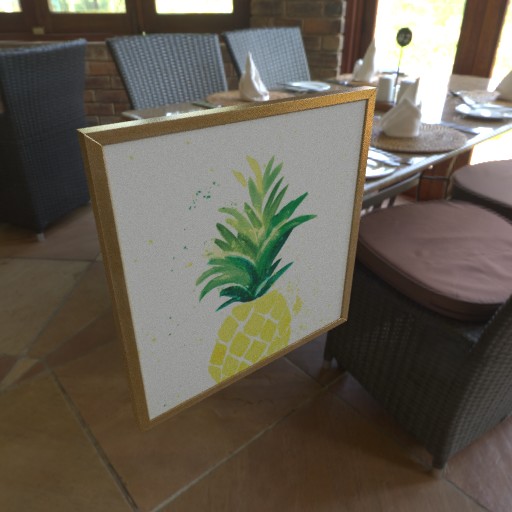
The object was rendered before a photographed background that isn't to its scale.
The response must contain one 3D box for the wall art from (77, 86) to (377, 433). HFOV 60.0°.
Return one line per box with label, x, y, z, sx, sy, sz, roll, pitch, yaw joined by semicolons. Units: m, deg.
wall art;0.000;0.000;1.153;0.762;0.760;0.037;-21;36;-32
